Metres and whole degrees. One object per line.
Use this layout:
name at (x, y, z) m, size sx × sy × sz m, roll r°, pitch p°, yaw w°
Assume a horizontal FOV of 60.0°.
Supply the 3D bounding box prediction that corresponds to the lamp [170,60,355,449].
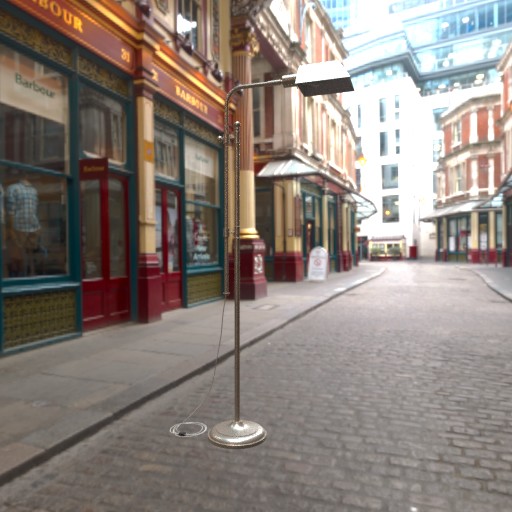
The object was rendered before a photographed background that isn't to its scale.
lamp at (0.000, 0.000, 1.898) m, size 0.813 × 1.571 × 0.256 m, roll 0°, pitch 0°, yaw 19°
